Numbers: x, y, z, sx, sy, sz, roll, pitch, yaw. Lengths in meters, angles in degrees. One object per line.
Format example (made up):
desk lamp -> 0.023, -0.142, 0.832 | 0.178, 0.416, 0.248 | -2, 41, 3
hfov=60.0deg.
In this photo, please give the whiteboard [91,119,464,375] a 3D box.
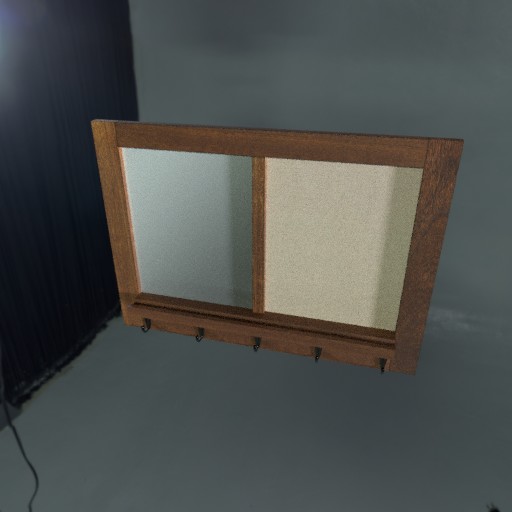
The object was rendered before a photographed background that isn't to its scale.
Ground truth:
whiteboard -> 0.000, 0.000, 1.016 | 0.783, 0.559, 0.083 | 7, 28, 14
